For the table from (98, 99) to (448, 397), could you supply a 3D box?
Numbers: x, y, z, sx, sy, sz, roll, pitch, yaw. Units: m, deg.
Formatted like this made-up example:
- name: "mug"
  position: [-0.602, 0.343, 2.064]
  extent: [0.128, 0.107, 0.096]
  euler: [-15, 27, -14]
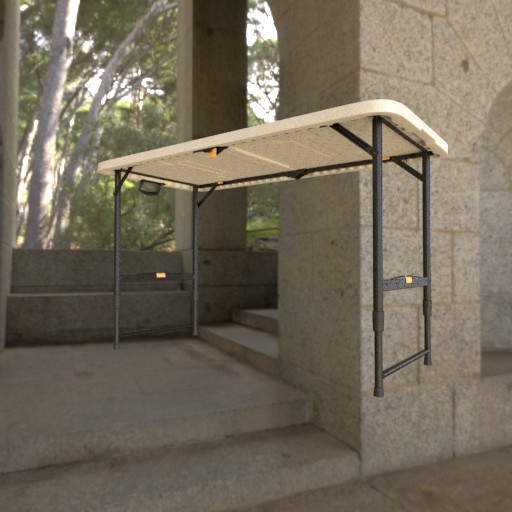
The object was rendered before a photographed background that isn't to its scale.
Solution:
- name: "table"
  position: [0.000, 0.000, 1.645]
  extent: [1.245, 0.737, 0.611]
  euler: [-1, -2, 36]
